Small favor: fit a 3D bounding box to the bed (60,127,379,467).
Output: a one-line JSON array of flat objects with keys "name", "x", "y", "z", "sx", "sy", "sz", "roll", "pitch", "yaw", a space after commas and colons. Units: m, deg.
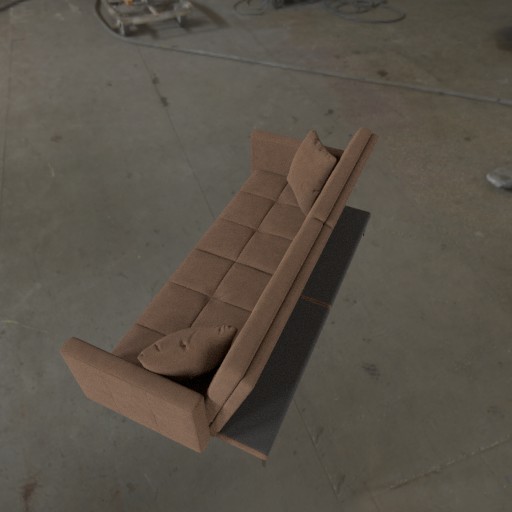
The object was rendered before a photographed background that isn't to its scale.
[{"name": "bed", "x": 0.000, "y": 0.000, "z": 2.364, "sx": 0.889, "sy": 0.787, "sz": 1.905, "roll": 18, "pitch": 49, "yaw": 17}]
